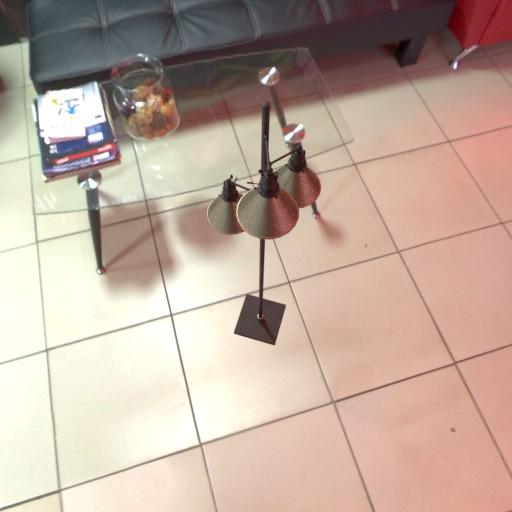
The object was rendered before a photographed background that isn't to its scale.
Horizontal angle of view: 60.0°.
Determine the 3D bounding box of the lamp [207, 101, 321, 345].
[{"bbox_3d":[0.000,0.000,1.917,0.415,1.716,0.428,14,64,7],"label":"lamp"}]
